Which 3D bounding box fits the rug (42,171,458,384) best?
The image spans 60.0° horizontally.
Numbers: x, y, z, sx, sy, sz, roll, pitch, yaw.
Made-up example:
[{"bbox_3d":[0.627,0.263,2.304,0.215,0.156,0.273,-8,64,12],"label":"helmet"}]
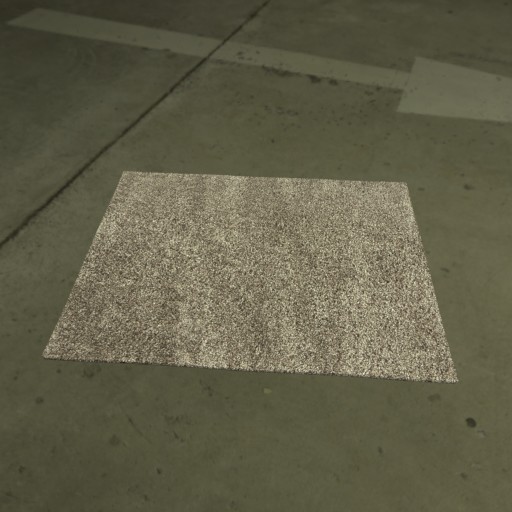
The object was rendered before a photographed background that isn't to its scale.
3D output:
[{"bbox_3d":[0.000,0.000,2.106,1.601,0.025,1.198,3,47,3],"label":"rug"}]
